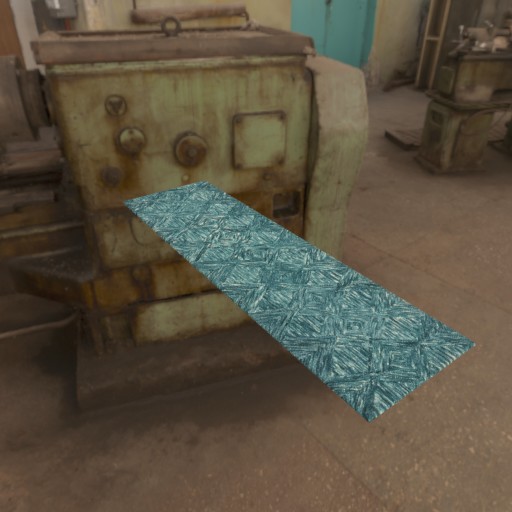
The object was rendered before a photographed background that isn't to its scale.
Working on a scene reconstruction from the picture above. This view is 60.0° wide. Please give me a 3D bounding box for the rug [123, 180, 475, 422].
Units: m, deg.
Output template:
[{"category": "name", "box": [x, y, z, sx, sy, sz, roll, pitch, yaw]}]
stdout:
[{"category": "rug", "box": [0.000, 0.000, 2.523, 0.676, 0.016, 2.286, -21, 37, -30]}]
